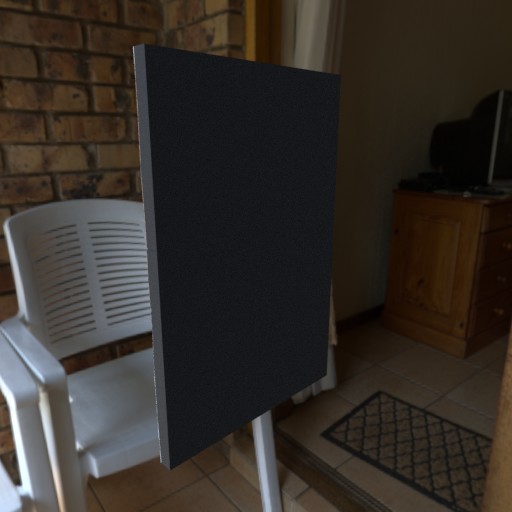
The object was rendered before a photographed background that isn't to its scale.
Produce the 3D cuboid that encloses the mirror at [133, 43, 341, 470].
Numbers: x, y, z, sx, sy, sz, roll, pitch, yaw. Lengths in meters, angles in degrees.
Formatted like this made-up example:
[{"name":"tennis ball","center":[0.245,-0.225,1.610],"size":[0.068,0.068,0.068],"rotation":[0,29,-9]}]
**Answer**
[{"name":"mirror","center":[0.000,0.000,1.133],"size":[0.606,0.912,0.044],"rotation":[-15,21,-43]}]
